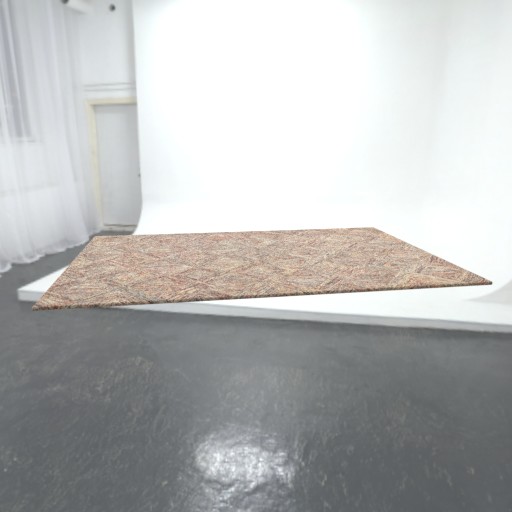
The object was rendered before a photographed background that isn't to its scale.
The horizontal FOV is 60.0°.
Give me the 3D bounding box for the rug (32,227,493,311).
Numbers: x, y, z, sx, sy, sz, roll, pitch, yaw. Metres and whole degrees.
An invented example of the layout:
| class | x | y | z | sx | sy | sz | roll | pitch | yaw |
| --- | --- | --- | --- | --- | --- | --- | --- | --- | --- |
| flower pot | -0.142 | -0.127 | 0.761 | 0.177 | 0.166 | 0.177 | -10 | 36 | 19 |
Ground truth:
| class | x | y | z | sx | sy | sz | roll | pitch | yaw |
| --- | --- | --- | --- | --- | --- | --- | --- | --- | --- |
| rug | 0.000 | 0.000 | 2.887 | 2.285 | 0.019 | 1.523 | -2 | 15 | -9 |
